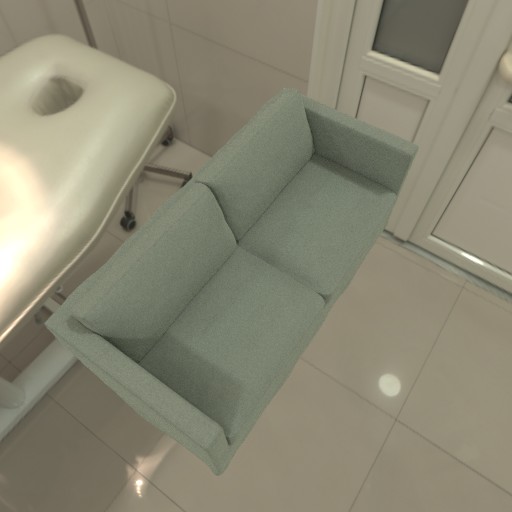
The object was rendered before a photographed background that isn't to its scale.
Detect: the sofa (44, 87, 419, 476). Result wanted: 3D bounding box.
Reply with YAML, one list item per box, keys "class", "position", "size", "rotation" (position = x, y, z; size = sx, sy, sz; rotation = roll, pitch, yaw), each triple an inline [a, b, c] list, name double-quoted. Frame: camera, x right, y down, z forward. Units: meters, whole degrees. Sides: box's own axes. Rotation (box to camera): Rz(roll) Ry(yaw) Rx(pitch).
- class: "sofa"
  position: [0.000, 0.000, 2.474]
  size: [0.940, 0.870, 1.987]
  rotation: [30, 63, 18]
